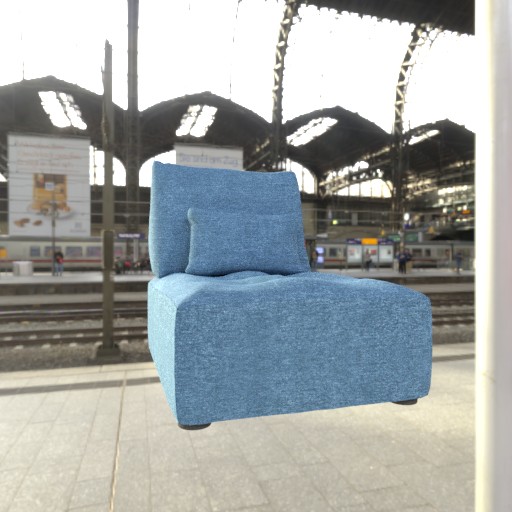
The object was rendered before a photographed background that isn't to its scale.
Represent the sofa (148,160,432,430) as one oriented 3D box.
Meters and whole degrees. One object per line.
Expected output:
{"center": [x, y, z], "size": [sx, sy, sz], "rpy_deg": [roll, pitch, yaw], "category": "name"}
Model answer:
{"center": [0.000, 0.000, 1.587], "size": [0.700, 0.820, 1.000], "rpy_deg": [0, 0, -17], "category": "sofa"}
